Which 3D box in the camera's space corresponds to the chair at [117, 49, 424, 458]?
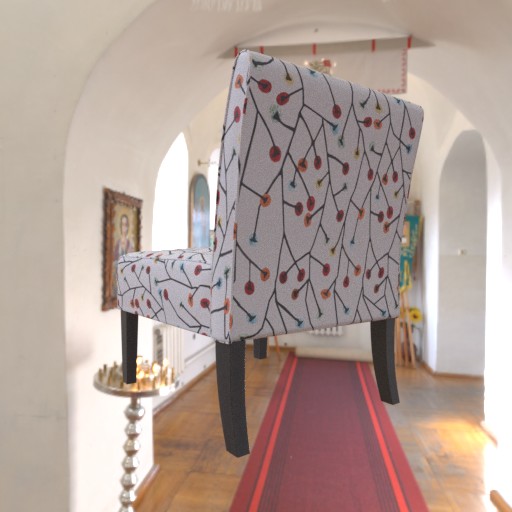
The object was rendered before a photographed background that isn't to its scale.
[{"bbox_3d":[0.000,0.000,1.300,0.597,0.813,0.732,-1,1,-36],"label":"chair"}]
